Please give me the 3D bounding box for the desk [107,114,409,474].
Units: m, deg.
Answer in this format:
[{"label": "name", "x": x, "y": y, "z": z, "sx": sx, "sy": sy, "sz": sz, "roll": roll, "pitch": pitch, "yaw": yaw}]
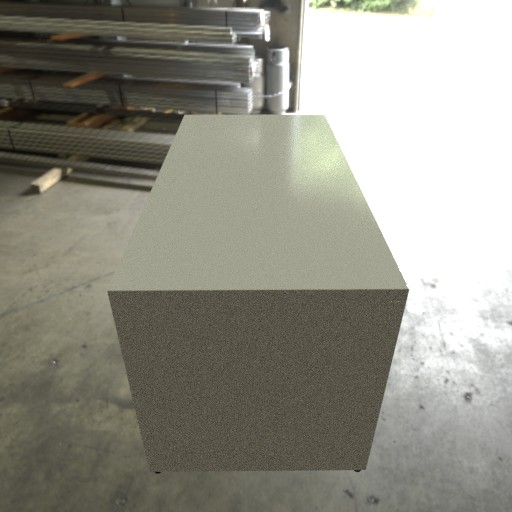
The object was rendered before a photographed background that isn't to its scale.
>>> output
[{"label": "desk", "x": 0.000, "y": 0.000, "z": 1.798, "sx": 0.690, "sy": 0.740, "sz": 1.400, "roll": 0, "pitch": 33, "yaw": 0}]
